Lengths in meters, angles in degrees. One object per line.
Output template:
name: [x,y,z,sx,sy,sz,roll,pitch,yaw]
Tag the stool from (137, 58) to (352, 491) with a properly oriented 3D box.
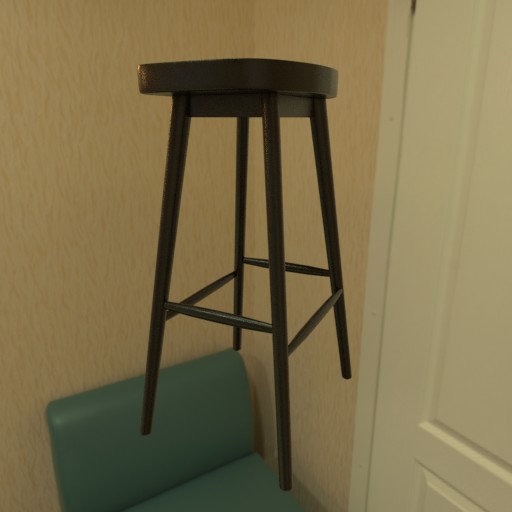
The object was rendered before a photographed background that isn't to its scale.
stool: [0.000,0.000,0.970,0.361,0.749,0.440,9,19,25]
